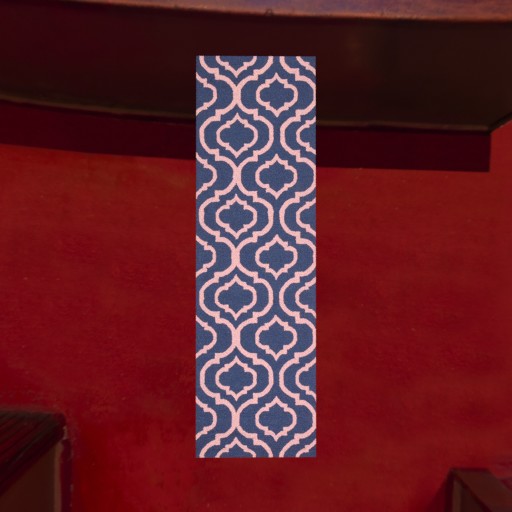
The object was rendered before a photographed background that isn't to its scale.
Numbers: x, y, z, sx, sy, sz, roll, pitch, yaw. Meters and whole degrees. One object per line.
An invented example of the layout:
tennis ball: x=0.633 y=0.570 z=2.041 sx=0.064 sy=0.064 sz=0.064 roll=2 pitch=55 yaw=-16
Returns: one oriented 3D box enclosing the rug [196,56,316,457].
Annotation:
rug: x=0.000 y=0.000 z=2.540 sx=0.685 sy=0.006 sz=2.296 roll=0 pitch=90 yaw=-1
